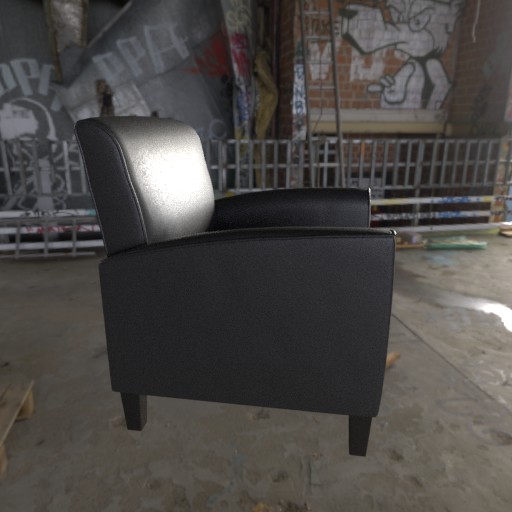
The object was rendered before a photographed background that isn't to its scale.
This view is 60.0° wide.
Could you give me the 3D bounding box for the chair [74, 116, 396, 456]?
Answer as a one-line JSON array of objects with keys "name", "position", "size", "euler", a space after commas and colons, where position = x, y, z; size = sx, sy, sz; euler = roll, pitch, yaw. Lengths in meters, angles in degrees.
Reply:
[{"name": "chair", "position": [0.000, 0.000, 1.519], "size": [0.819, 0.916, 0.820], "euler": [3, 17, 9]}]
